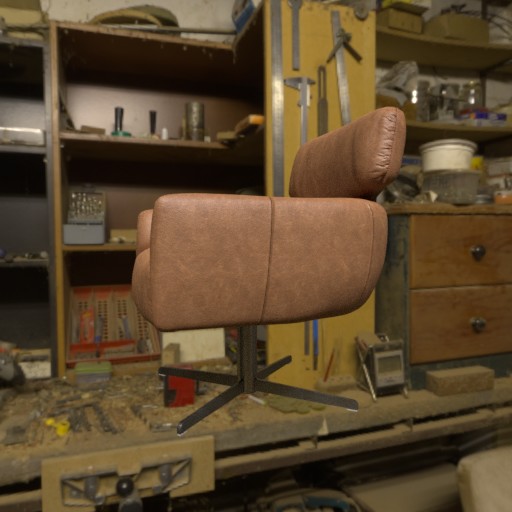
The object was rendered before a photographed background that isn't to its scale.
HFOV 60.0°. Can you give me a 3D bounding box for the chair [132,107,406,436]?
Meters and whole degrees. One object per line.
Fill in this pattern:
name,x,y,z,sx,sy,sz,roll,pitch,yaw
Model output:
chair,0.000,0.000,1.322,0.715,0.812,0.706,-1,3,-18
